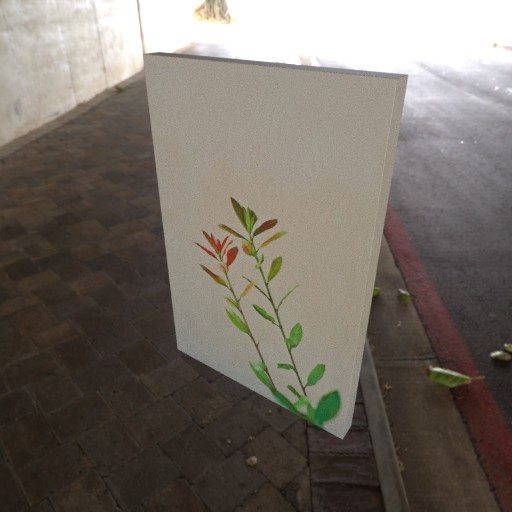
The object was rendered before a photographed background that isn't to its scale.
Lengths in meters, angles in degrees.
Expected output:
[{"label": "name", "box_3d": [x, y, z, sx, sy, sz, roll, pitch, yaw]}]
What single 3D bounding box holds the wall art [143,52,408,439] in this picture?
[{"label": "wall art", "box_3d": [0.000, 0.000, 0.758, 0.408, 0.611, 0.038, 20, 36, 30]}]
